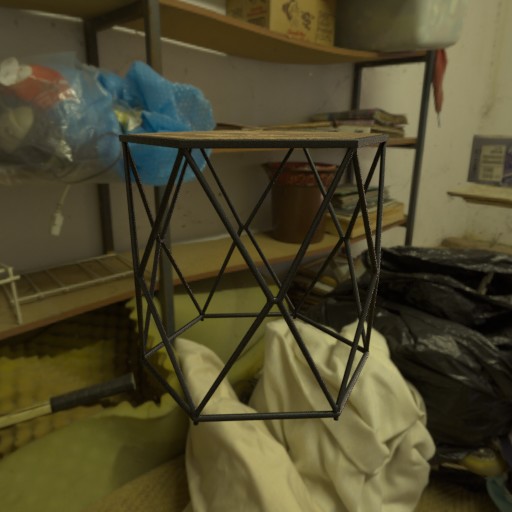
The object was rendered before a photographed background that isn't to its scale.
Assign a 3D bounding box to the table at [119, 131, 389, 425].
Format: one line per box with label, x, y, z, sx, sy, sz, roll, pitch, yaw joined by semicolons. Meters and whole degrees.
table;0.000;0.000;1.061;0.579;0.564;0.578;8;19;25
